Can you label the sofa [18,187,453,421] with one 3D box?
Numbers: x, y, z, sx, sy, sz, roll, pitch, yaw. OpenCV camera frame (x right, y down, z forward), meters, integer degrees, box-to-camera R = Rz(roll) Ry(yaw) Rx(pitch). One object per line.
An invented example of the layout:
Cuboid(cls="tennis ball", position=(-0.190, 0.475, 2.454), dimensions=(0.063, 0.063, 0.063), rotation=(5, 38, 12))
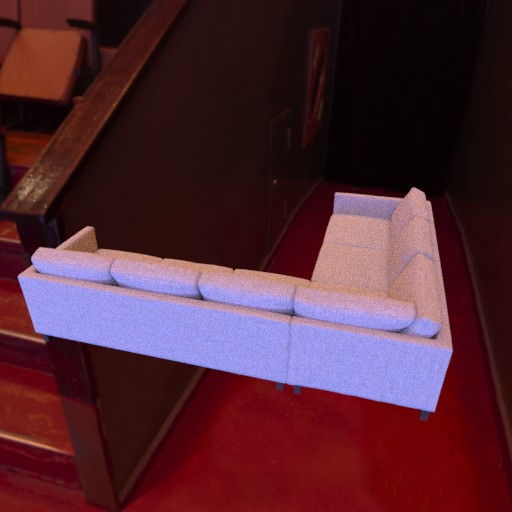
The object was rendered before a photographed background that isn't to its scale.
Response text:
Cuboid(cls="sofa", position=(0.000, 0.000, 4.189), dimensions=(3.182, 0.863, 2.432), rotation=(8, 31, 13))
